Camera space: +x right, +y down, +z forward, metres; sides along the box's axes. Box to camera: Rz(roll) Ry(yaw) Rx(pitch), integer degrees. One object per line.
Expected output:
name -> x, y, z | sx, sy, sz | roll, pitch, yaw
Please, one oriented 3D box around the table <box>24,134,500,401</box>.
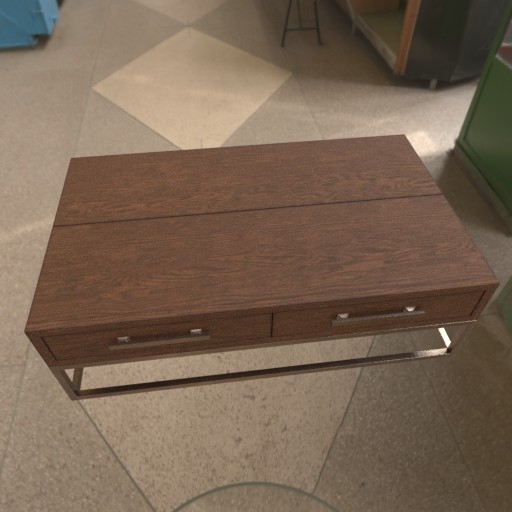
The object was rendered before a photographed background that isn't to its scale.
table -> 0.000, 0.000, 1.434 | 1.167, 0.361, 0.719 | -5, 47, -5
